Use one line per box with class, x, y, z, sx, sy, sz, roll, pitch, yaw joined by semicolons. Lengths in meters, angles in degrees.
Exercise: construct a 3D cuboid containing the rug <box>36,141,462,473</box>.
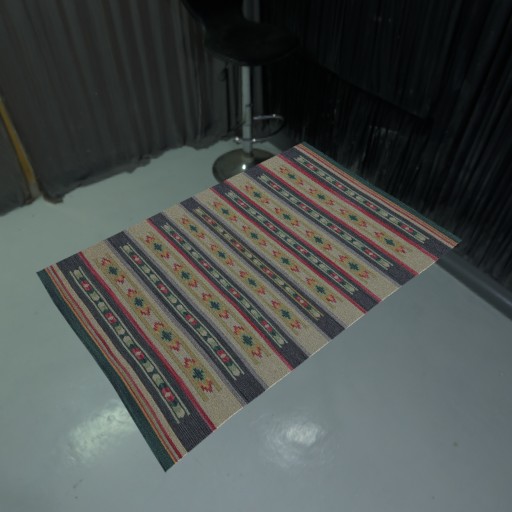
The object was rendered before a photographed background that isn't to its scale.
rug;0.000;0.000;2.856;2.311;0.010;1.522;-31;54;-26
